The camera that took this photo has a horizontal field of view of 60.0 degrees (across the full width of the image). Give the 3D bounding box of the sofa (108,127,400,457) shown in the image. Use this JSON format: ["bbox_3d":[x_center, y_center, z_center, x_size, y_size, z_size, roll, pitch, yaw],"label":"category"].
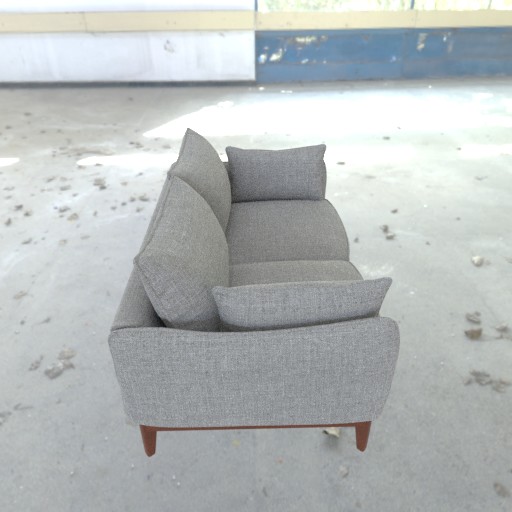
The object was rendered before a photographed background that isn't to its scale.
[{"bbox_3d":[0.000,0.000,2.096,0.972,0.851,1.580,-1,32,-1],"label":"sofa"}]
